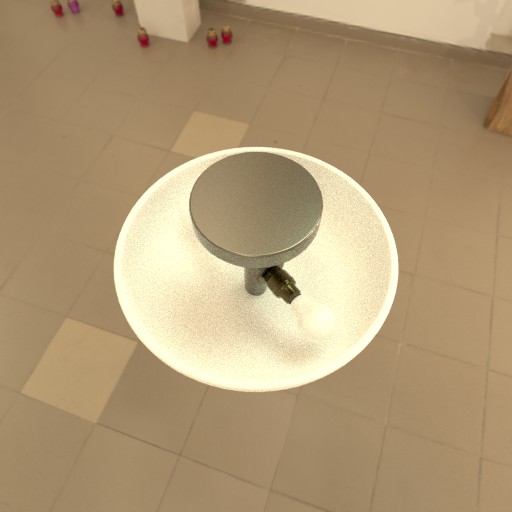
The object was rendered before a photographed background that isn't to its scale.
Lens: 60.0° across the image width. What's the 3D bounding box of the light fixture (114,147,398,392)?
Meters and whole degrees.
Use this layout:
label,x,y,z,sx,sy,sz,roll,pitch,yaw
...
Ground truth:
label,x,y,z,sx,sy,sz,roll,pitch,yaw
light fixture,0.000,0.000,0.535,0.330,0.214,0.330,0,58,0
